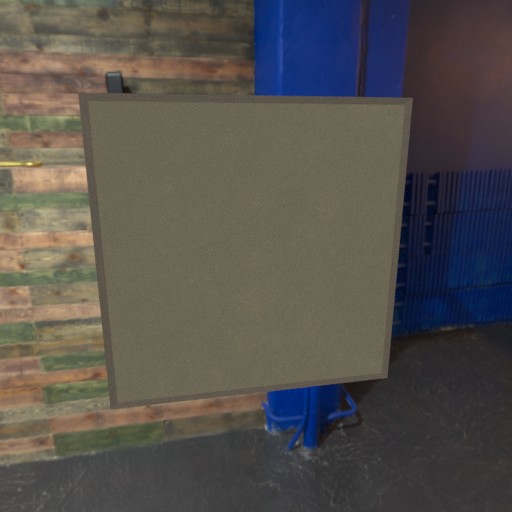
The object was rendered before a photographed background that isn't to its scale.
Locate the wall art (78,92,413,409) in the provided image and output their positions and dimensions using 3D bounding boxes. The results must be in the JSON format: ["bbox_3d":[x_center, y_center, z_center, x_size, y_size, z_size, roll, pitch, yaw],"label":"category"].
[{"bbox_3d":[0.000,0.000,1.114,0.761,0.758,0.038,-3,16,-11],"label":"wall art"}]
